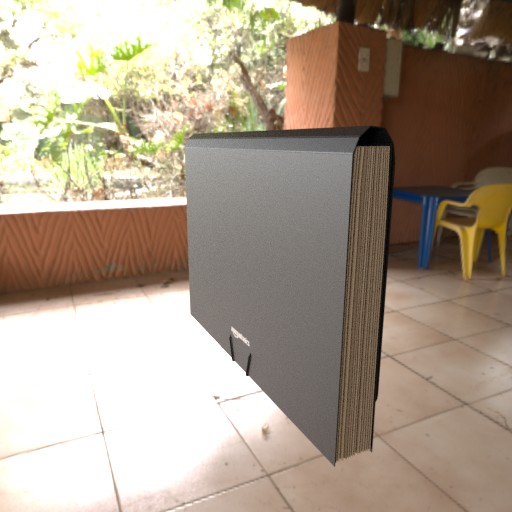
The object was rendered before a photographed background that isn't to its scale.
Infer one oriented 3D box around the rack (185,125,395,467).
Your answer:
[{"bbox_3d":[0.000,0.000,0.445,0.041,0.241,0.330,-7,16,-26],"label":"rack"}]
